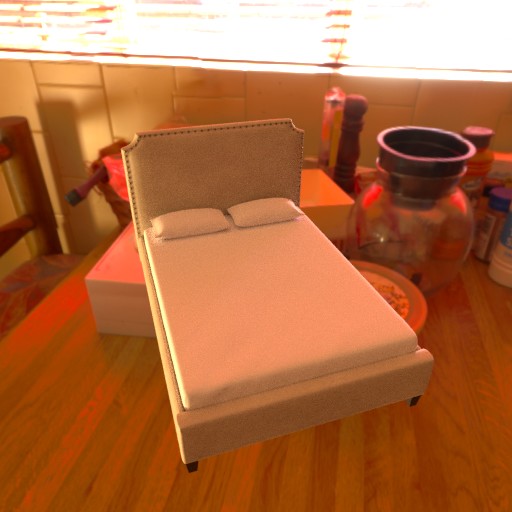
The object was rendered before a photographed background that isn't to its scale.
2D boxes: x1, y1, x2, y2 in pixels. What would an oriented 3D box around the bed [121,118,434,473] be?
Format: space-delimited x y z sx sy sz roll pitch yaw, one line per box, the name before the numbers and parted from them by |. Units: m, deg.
bed | 0.000 0.000 3.463 1.712 1.443 2.372 -10 34 -15
